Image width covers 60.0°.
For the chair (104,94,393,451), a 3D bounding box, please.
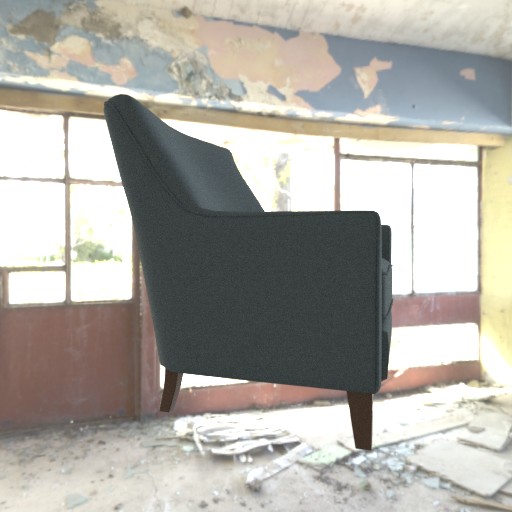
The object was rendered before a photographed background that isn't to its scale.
[{"bbox_3d":[0.000,0.000,1.491,0.879,0.916,0.756,0,1,19],"label":"chair"}]
